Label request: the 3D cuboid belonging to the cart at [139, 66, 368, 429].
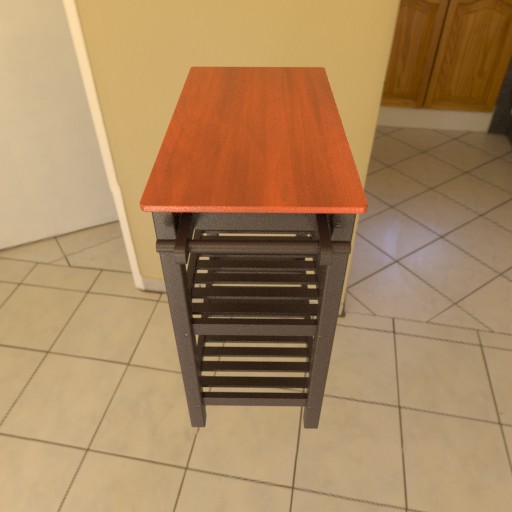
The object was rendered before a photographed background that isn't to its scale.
[{"bbox_3d":[0.000,0.000,1.472,0.457,0.927,0.899,0,41,1],"label":"cart"}]
